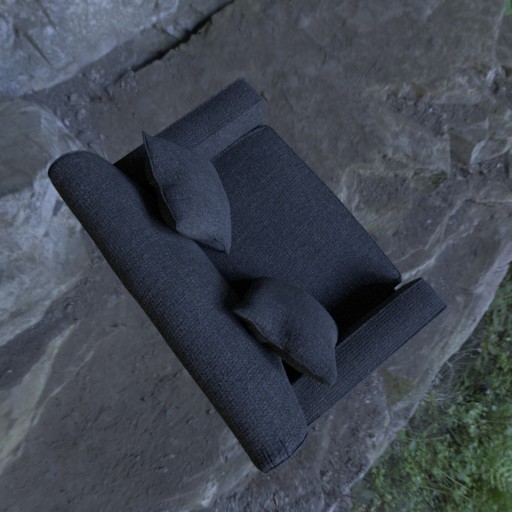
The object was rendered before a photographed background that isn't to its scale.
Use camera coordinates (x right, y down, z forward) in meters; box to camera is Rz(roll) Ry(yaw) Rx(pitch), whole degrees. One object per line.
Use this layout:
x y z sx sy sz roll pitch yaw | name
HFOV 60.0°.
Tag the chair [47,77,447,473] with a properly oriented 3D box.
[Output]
0.000 0.000 2.018 1.000 0.948 1.383 -37 79 -9 | chair
